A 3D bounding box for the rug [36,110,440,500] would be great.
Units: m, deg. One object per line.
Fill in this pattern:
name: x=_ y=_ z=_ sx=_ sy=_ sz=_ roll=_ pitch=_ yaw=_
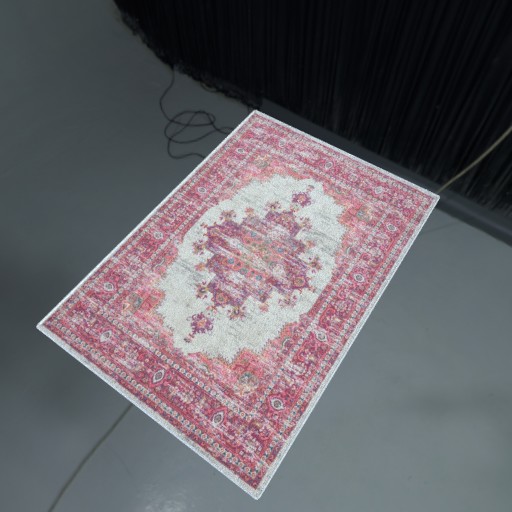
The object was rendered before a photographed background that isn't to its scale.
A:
rug: x=0.000 y=0.000 z=2.198 sx=1.217 sy=0.011 sz=1.747 roll=30 pitch=63 yaw=17
